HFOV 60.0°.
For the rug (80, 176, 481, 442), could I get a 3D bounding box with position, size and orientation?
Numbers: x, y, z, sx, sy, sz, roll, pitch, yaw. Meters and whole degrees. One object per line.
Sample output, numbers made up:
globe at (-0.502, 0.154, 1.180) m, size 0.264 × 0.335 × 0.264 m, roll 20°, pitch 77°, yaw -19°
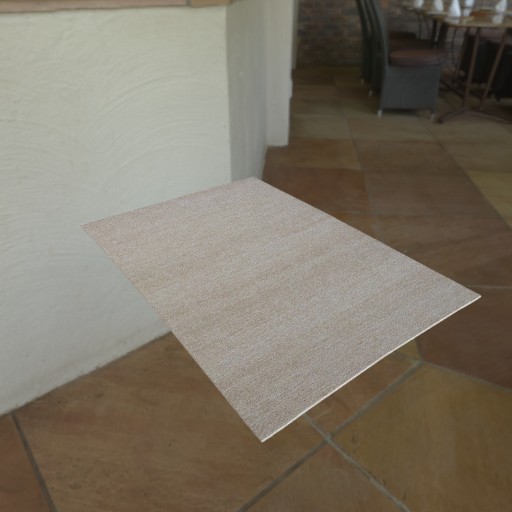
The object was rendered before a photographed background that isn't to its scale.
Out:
rug at (0.000, 0.000, 3.717) m, size 2.032 × 0.038 × 2.869 m, roll -21°, pitch 38°, yaw -30°
